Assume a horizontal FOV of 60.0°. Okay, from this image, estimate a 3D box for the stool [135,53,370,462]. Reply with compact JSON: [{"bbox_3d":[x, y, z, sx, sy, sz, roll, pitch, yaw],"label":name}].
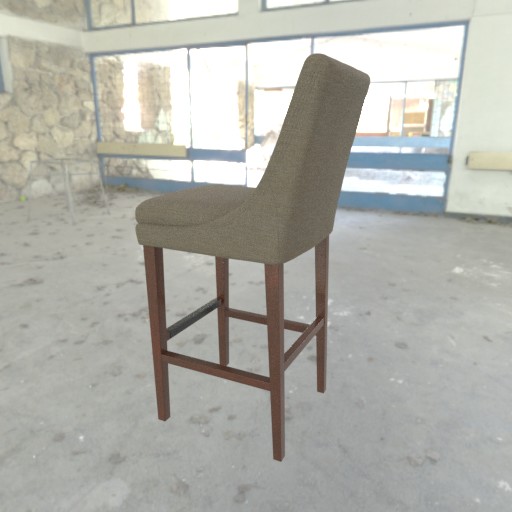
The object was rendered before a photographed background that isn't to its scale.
[{"bbox_3d":[0.000,0.000,1.380,0.577,1.078,0.470,8,18,26],"label":"stool"}]
